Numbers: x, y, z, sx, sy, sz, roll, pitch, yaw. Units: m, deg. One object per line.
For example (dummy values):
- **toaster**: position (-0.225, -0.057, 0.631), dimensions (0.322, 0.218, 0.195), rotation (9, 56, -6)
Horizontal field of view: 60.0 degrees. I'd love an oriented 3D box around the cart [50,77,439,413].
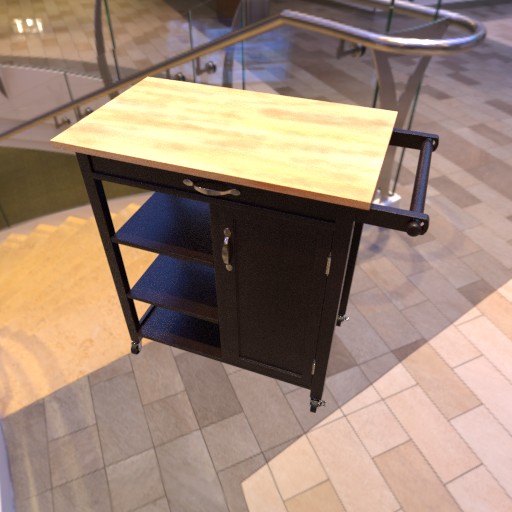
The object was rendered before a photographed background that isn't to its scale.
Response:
- **cart**: position (0.000, 0.000, 1.436), dimensions (0.914, 0.878, 0.472), rotation (14, 43, 15)
